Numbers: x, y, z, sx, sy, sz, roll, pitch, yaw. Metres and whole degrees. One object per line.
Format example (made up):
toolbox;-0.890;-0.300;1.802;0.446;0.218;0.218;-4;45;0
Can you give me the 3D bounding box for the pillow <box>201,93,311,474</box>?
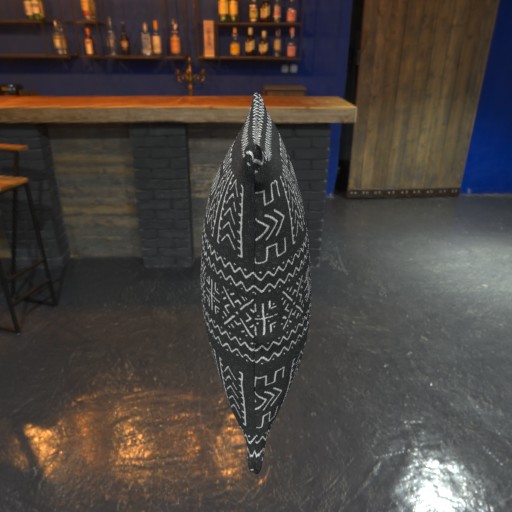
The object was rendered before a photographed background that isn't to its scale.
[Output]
pillow;0.000;0.000;0.677;0.164;0.430;0.438;0;26;1
